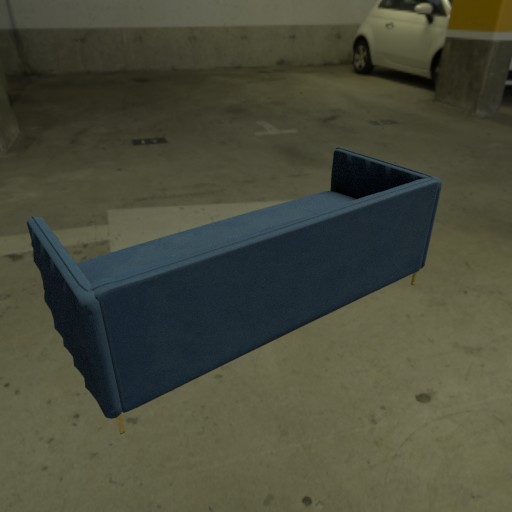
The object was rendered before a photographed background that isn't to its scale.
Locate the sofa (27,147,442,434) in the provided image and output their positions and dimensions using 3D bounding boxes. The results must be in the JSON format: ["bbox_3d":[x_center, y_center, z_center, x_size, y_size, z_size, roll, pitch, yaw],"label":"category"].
[{"bbox_3d":[0.000,0.000,2.592,2.209,0.771,0.895,-19,35,-31],"label":"sofa"}]
